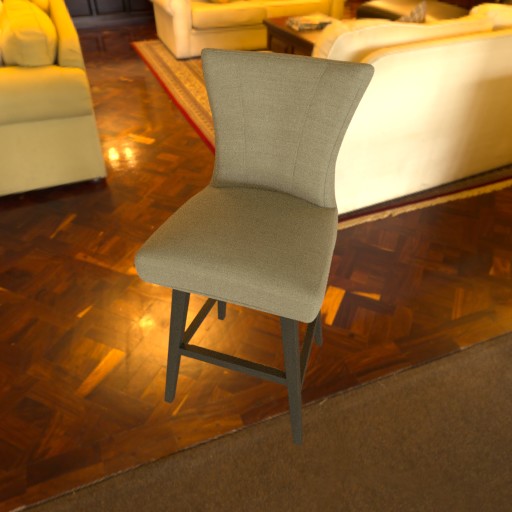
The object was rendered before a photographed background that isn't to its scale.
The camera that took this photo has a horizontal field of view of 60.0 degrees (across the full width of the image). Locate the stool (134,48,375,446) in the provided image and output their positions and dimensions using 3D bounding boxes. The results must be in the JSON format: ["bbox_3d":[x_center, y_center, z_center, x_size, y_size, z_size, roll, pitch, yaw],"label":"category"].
[{"bbox_3d":[0.000,0.000,1.408,0.514,1.086,0.574,12,41,15],"label":"stool"}]
